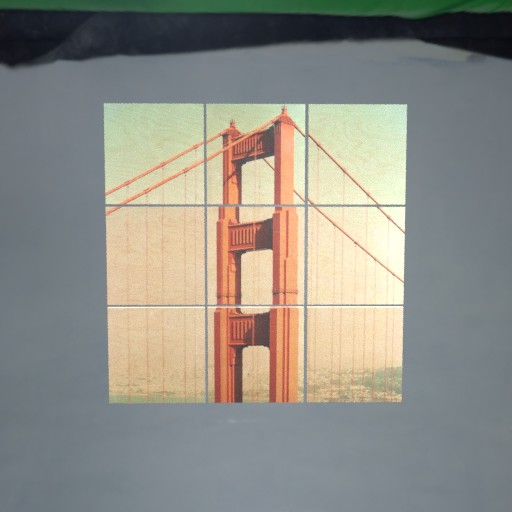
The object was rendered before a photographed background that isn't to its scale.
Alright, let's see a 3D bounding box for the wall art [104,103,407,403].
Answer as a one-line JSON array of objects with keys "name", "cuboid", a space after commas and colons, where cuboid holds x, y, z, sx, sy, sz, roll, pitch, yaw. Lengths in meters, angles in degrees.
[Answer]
[{"name": "wall art", "cuboid": [0.000, 0.000, 1.813, 1.214, 1.219, 0.013, 0, 3, -1]}]
